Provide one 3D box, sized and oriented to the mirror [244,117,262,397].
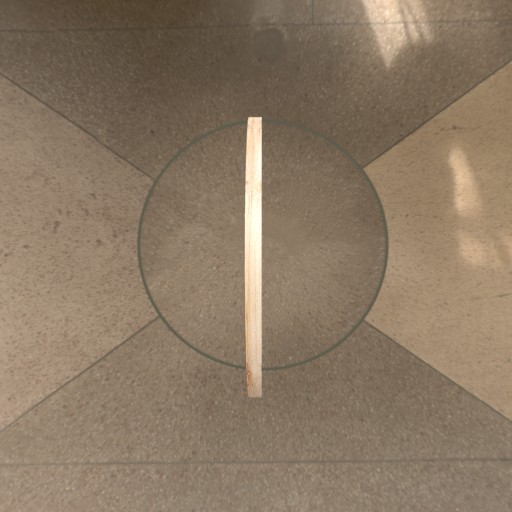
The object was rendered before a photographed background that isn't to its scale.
[{"bbox_3d":[0.000,0.000,1.219,0.032,0.920,0.660,0,91,1],"label":"mirror"}]
